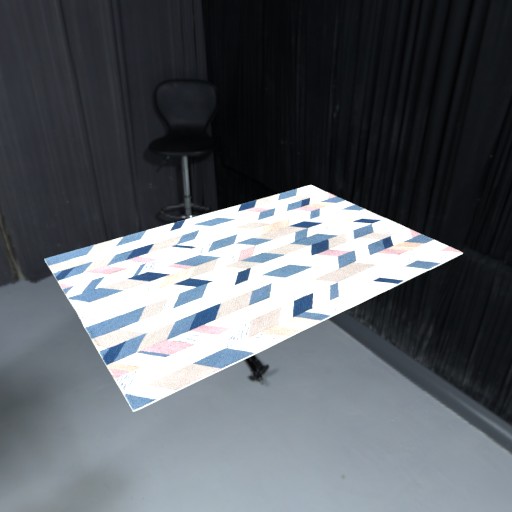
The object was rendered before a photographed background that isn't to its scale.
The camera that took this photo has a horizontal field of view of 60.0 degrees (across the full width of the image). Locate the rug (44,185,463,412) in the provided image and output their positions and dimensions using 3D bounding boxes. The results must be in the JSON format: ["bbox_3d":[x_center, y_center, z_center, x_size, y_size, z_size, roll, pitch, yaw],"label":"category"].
[{"bbox_3d":[0.000,0.000,2.297,1.813,0.006,1.202,-19,35,-30],"label":"rug"}]
